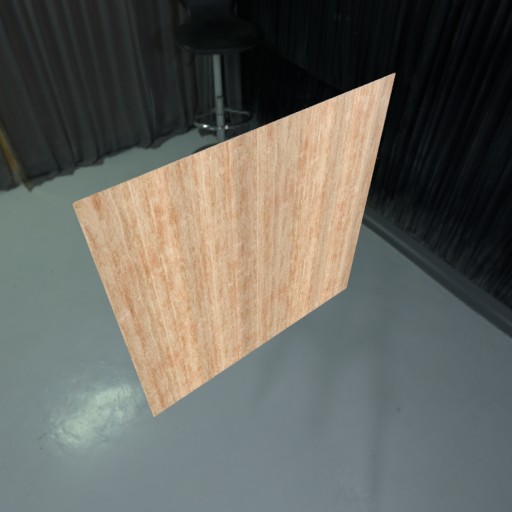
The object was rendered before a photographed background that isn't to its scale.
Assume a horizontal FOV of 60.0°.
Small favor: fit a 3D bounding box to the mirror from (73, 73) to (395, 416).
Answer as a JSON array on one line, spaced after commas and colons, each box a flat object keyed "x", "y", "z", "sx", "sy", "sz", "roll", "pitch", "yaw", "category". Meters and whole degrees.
[{"x": 0.000, "y": 0.000, "z": 0.971, "sx": 0.651, "sy": 0.651, "sz": 0.047, "roll": -29, "pitch": 53, "yaw": -25, "category": "mirror"}]
